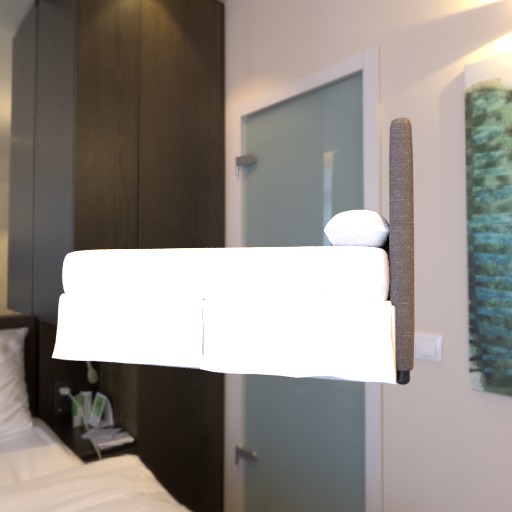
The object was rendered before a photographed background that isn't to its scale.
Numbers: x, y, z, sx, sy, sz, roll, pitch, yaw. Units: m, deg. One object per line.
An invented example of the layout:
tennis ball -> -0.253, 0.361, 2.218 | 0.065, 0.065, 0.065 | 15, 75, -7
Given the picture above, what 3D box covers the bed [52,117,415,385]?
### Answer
bed -> 0.000, 0.000, 3.211 | 2.142, 1.330, 1.723 | 0, -1, 19
